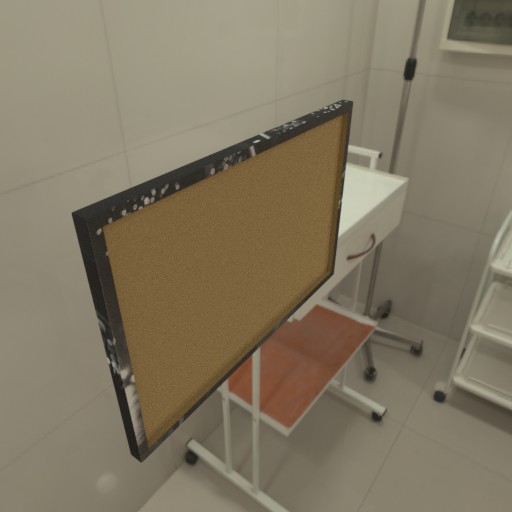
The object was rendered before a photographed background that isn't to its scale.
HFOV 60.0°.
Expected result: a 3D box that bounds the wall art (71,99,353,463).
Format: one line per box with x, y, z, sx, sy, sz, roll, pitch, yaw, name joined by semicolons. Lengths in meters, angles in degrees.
0.000;0.000;1.143;0.038;0.609;0.914;21;38;30;wall art
